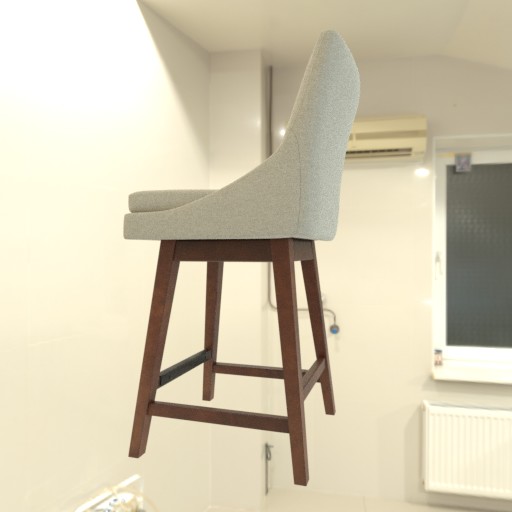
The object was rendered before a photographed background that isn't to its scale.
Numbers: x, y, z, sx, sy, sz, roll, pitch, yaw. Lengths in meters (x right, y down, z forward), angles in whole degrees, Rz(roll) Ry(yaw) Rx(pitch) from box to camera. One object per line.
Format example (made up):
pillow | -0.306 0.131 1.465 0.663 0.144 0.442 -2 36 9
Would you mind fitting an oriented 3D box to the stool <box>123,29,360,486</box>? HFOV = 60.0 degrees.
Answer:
stool | 0.000 0.000 1.235 0.559 0.991 0.469 0 1 18
